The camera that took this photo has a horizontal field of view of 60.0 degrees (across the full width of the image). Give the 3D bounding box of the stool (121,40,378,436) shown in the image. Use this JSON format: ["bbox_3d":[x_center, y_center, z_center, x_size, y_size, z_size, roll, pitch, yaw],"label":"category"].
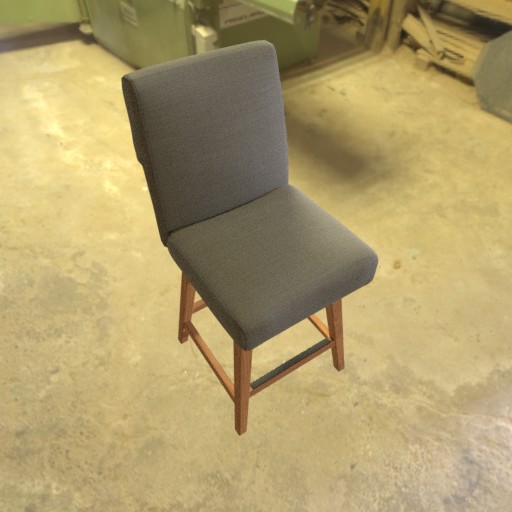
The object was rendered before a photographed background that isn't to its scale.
[{"bbox_3d":[0.000,0.000,1.327,0.459,1.019,0.570,-25,51,-23],"label":"stool"}]
